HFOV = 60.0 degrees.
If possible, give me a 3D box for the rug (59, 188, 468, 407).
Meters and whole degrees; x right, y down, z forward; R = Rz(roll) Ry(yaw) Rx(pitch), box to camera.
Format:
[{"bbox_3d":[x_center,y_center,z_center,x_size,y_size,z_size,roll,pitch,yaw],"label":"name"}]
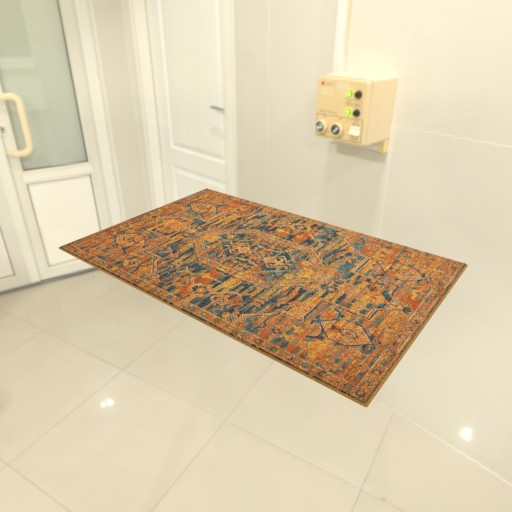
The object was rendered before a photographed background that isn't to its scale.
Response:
[{"bbox_3d":[0.000,0.000,1.107,0.863,0.008,0.557,20,35,33],"label":"rug"}]
